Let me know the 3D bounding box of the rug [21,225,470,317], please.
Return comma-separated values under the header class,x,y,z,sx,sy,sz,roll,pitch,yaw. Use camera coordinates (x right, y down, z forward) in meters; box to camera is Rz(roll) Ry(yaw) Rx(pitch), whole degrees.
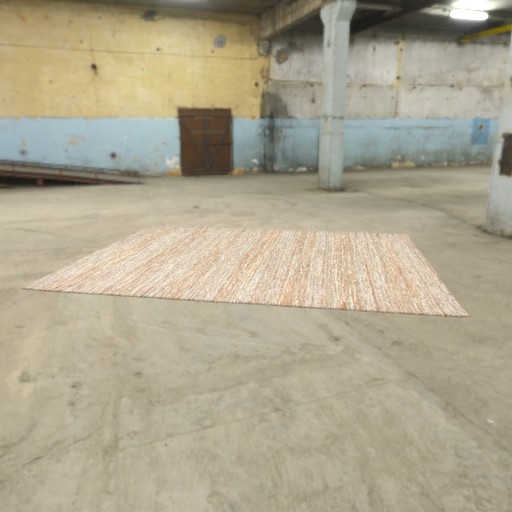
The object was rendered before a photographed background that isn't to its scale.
class,x,y,z,sx,sy,sz,roll,pitch,yaw
rug,0.000,0.000,3.914,2.939,0.009,2.313,3,15,9
